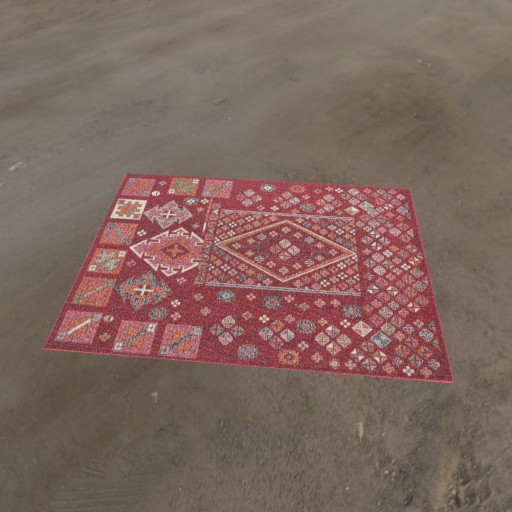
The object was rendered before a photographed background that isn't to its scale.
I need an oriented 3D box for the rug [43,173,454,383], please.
[{"bbox_3d":[0.000,0.000,4.348,3.306,0.011,2.389,4,47,4],"label":"rug"}]
